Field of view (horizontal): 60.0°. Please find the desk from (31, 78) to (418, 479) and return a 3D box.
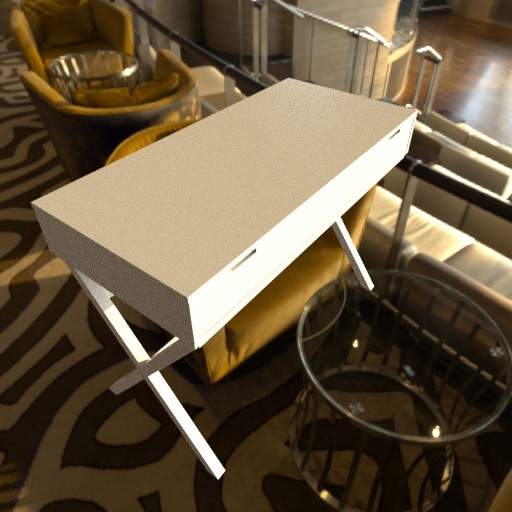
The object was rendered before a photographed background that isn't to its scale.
[{"bbox_3d":[0.000,0.000,1.481,0.509,0.780,1.059,27,47,28],"label":"desk"}]
